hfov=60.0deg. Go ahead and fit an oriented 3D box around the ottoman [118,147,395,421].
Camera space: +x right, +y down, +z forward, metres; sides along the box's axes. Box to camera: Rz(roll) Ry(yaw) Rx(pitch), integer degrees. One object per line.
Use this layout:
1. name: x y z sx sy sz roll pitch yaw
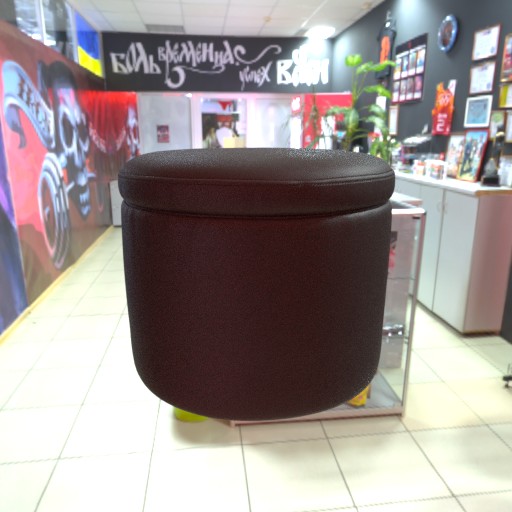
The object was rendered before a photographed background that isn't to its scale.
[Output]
1. ottoman: 0.000 0.000 0.870 0.500 0.409 0.500 0 15 0
